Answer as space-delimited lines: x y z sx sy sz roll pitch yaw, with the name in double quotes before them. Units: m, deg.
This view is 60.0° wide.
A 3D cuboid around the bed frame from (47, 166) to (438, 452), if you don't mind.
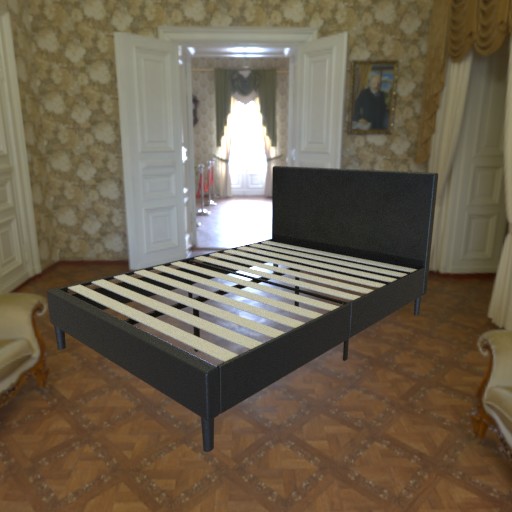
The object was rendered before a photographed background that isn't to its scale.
"bed frame" 0.000 0.000 2.925 1.469 1.046 2.152 13 19 41
